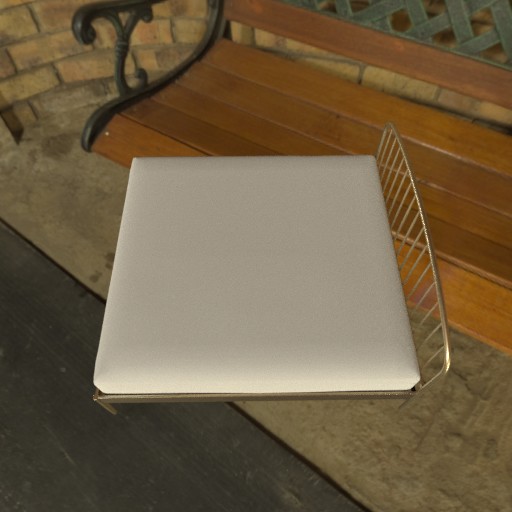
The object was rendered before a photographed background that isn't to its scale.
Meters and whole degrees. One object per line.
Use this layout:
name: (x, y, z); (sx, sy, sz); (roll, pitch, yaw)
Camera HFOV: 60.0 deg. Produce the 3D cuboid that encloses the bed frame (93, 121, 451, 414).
bed frame: (0.000, 0.000, 3.314); (2.152, 1.174, 2.016); (-1, 59, 0)
